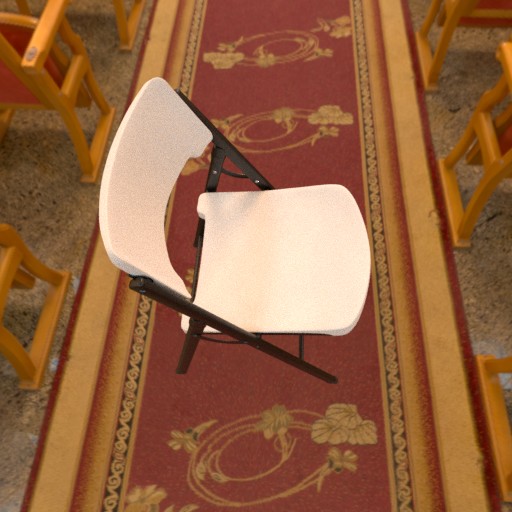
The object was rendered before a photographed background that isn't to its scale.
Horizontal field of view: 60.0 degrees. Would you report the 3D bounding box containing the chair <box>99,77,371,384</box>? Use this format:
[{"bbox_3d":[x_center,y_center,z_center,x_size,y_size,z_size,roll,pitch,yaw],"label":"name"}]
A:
[{"bbox_3d":[0.000,0.000,1.150,0.577,0.765,0.482,3,63,1],"label":"chair"}]
